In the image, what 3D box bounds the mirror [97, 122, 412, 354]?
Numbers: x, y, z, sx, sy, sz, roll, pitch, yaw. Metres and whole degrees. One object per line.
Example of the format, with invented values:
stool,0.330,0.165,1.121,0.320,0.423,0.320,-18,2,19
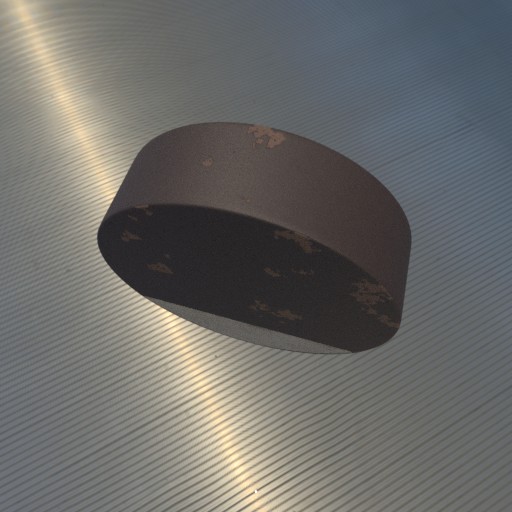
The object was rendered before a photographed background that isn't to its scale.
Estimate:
mirror,0.000,0.000,0.592,0.386,0.386,0.126,14,63,7
